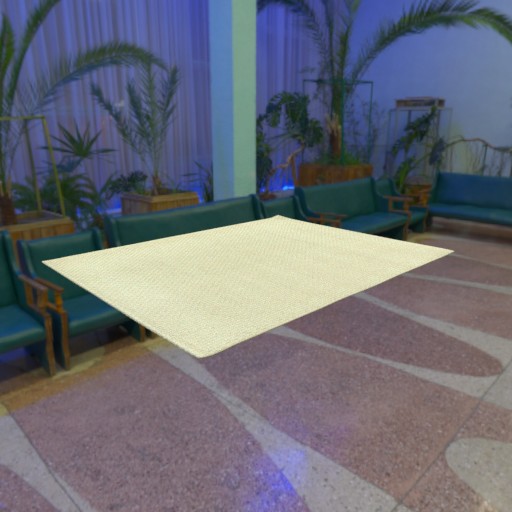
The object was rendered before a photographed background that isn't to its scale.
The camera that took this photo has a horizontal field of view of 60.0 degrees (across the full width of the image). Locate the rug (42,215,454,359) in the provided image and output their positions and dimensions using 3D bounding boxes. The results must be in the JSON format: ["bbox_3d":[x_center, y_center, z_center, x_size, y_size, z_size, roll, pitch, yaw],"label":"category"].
[{"bbox_3d":[0.000,0.000,3.928,2.897,0.035,2.277,-15,22,-41],"label":"rug"}]
